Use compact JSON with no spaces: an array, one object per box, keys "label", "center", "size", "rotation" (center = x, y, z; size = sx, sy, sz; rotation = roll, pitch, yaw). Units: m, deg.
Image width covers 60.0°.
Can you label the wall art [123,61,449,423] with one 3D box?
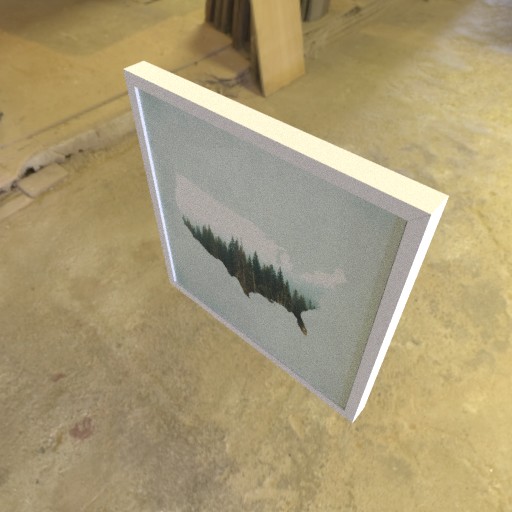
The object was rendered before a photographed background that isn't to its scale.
[{"label":"wall art","center":[0.000,0.000,0.758],"size":[0.509,0.509,0.040],"rotation":[33,55,27]}]
